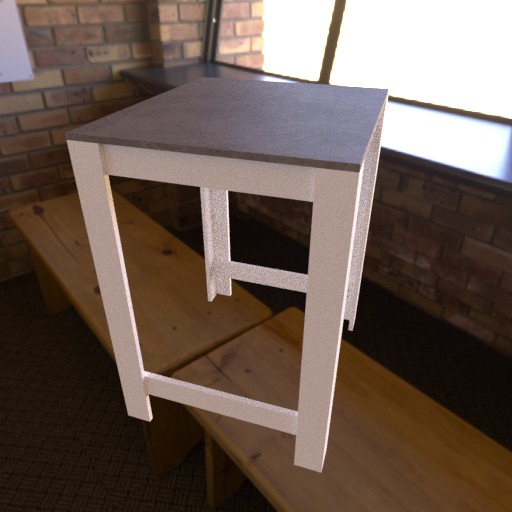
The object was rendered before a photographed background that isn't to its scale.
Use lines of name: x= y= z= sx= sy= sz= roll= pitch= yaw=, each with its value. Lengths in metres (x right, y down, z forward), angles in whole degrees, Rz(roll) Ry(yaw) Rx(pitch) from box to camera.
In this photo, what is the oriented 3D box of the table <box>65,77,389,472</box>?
table: x=0.000 y=0.000 z=1.558 sx=0.700 sy=1.020 sz=0.800 roll=10 pitch=33 yaw=16
